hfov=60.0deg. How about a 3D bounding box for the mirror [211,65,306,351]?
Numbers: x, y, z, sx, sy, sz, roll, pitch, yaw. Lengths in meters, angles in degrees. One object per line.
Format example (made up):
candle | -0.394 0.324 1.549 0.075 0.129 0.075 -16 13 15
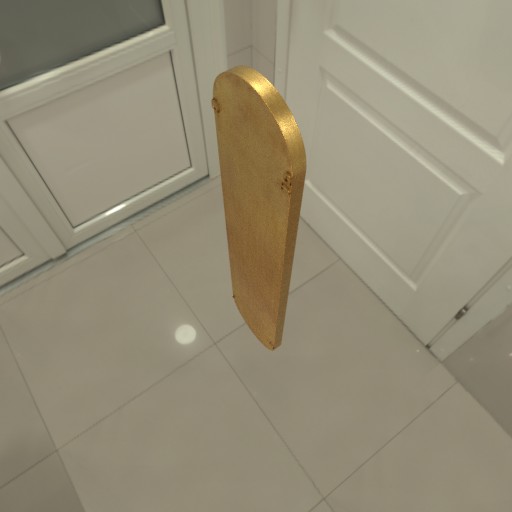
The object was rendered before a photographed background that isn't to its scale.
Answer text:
mirror | 0.000 0.000 1.066 0.032 0.991 0.222 -32 64 -17
